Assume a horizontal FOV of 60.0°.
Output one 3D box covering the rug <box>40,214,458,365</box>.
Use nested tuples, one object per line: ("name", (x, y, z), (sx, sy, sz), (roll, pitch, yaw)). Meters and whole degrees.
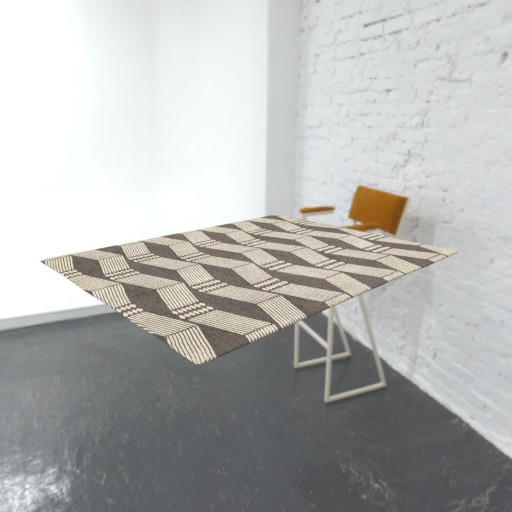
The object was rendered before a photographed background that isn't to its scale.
("rug", (0.000, 0.000, 4.107), (3.048, 0.016, 2.438), (-15, 22, -40))
